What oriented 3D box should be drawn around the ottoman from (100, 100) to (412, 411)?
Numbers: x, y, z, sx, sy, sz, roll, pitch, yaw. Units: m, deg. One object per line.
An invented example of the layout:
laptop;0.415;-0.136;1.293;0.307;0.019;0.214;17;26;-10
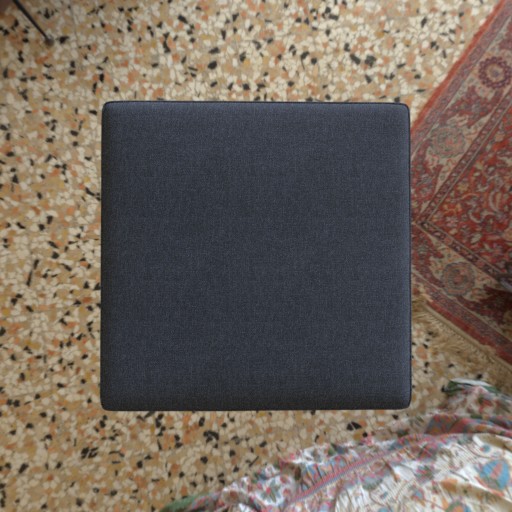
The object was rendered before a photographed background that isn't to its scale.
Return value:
ottoman;0.000;0.000;1.555;1.000;0.439;1.000;0;89;-1
